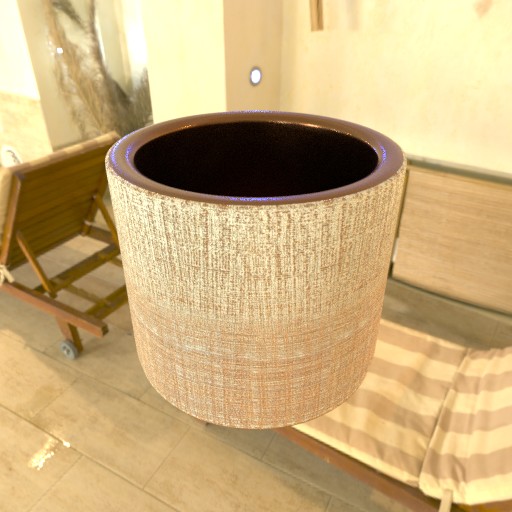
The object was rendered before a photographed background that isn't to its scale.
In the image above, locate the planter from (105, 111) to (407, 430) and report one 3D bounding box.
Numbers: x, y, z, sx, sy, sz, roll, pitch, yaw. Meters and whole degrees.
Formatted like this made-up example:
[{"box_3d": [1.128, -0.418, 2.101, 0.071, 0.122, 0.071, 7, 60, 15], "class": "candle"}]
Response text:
[{"box_3d": [0.000, 0.000, 0.187, 0.109, 0.096, 0.109, 0, 31, 0], "class": "planter"}]
